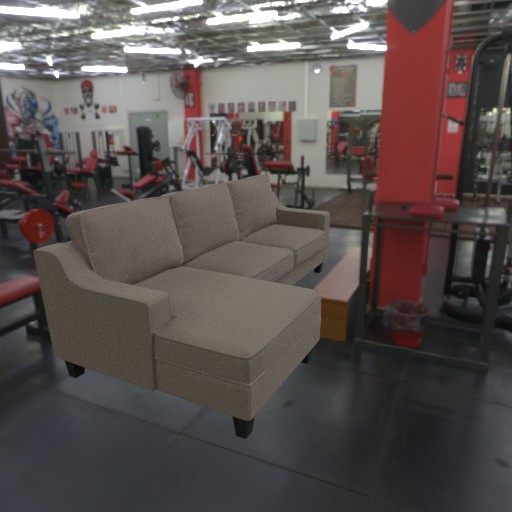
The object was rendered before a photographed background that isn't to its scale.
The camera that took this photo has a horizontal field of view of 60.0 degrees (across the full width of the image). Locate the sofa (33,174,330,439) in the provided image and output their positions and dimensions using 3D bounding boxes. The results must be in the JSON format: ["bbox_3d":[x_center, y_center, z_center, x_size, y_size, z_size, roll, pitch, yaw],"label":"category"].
[{"bbox_3d":[0.000,0.000,3.177,1.294,0.928,2.561,8,18,27],"label":"sofa"}]
